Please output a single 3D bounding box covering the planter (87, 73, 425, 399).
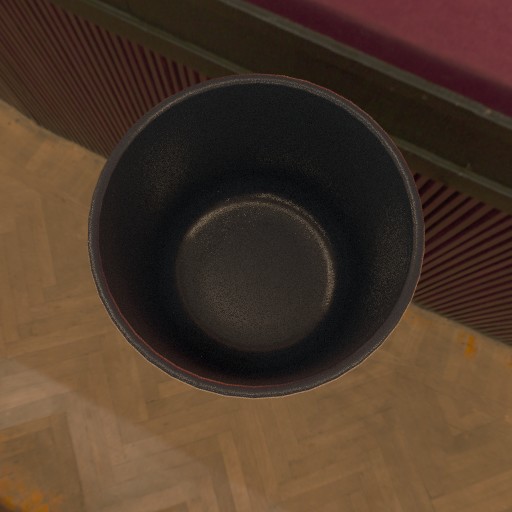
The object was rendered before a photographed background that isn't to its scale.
[{"bbox_3d":[0.000,0.000,0.276,0.159,0.144,0.159,0,77,0],"label":"planter"}]
